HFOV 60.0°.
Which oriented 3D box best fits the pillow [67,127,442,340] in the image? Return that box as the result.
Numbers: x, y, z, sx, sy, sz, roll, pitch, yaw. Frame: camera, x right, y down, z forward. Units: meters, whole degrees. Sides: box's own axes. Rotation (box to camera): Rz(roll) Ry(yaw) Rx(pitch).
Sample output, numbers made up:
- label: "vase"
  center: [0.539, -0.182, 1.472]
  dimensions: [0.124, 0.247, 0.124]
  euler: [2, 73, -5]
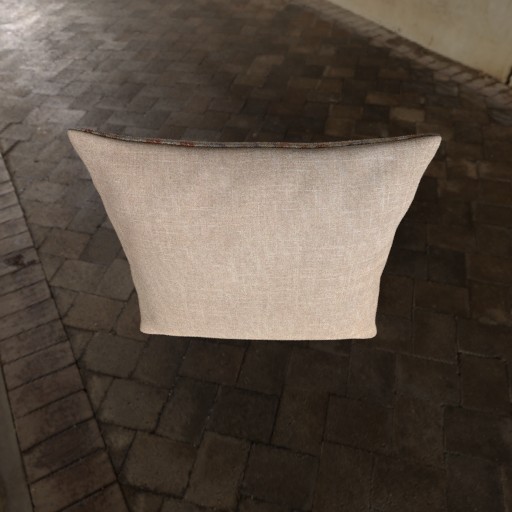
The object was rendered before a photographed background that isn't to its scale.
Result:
- label: "pillow"
  center: [0.000, 0.000, 0.794]
  dimensions: [0.523, 0.506, 0.166]
  euler: [1, 47, 1]
